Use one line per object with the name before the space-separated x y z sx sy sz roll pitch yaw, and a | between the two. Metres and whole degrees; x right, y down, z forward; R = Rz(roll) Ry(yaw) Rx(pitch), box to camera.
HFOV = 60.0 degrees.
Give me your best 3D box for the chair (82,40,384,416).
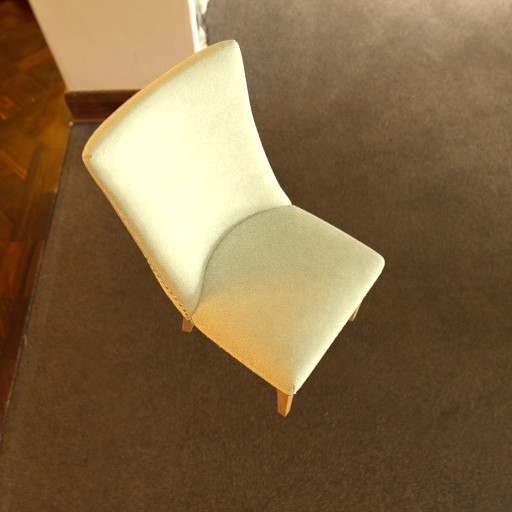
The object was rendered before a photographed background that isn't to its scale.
chair | 0.000 0.000 1.261 0.610 0.902 0.495 33 65 18
